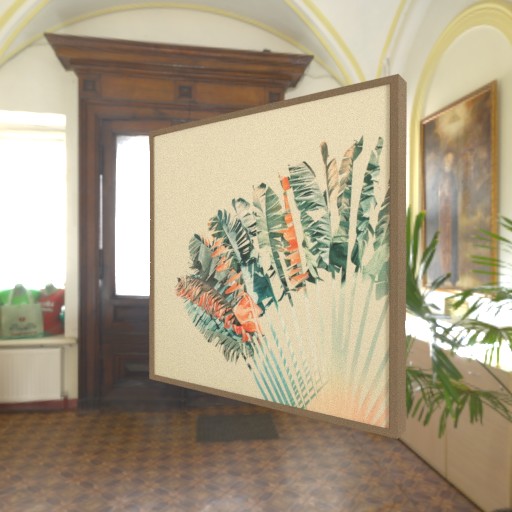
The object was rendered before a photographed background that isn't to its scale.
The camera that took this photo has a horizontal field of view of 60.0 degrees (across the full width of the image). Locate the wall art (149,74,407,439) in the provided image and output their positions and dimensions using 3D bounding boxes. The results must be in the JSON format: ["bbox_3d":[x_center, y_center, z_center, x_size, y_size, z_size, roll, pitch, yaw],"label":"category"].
[{"bbox_3d":[0.000,0.000,0.776,0.508,0.506,0.038,0,1,35],"label":"wall art"}]
